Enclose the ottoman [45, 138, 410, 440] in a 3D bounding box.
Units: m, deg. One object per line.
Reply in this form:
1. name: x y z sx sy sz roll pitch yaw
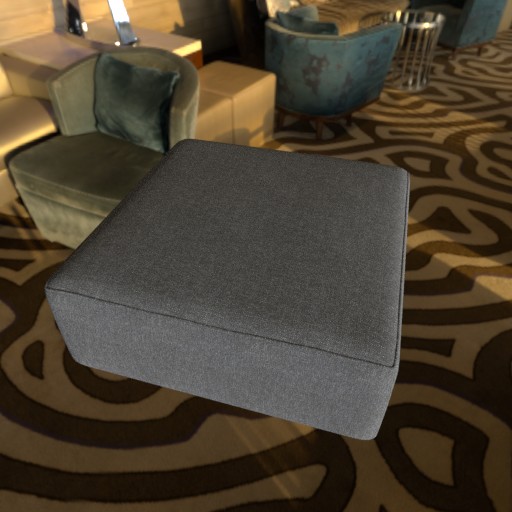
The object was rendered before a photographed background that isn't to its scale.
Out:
1. ottoman: 0.000 0.000 1.595 1.000 0.439 1.000 11 41 12
